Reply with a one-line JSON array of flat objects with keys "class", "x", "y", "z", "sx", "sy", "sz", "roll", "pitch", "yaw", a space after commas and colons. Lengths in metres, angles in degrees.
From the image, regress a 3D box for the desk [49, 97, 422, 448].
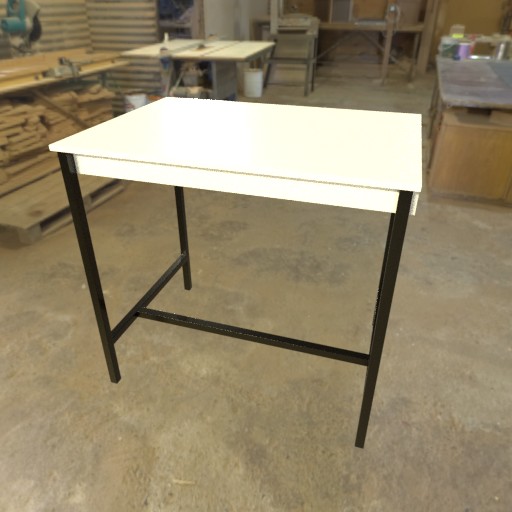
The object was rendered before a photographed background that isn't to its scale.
[{"class": "desk", "x": 0.000, "y": 0.000, "z": 1.336, "sx": 0.811, "sy": 0.766, "sz": 0.573, "roll": 9, "pitch": 32, "yaw": 15}]
